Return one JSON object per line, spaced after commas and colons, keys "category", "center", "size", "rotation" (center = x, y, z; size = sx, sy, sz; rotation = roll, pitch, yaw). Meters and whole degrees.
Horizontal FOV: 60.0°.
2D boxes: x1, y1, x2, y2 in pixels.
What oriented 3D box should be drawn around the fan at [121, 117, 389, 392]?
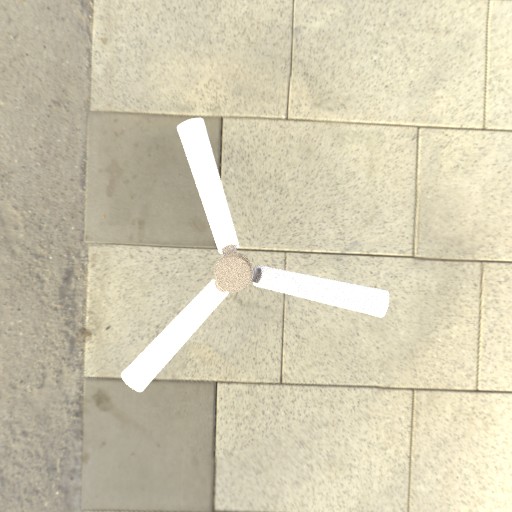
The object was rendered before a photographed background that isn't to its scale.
{"category": "fan", "center": [0.000, 0.000, 2.330], "size": [1.531, 0.446, 1.561], "rotation": [0, 91, -1]}
